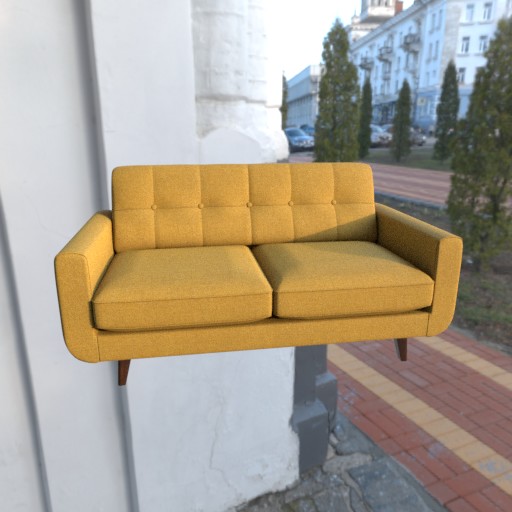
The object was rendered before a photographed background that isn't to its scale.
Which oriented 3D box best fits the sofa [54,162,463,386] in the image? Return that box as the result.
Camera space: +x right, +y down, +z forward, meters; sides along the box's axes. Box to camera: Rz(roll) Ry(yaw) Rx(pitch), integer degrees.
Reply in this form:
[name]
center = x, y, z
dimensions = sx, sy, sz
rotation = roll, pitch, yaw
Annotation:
[sofa]
center = 0.000, 0.000, 2.167
dimensions = 1.631, 0.841, 0.909
rotation = -3, 17, -9
